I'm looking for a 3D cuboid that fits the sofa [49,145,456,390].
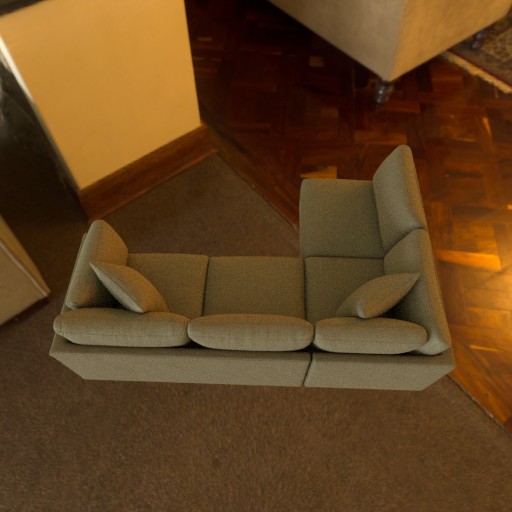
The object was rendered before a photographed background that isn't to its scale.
[{"bbox_3d":[0.000,0.000,3.817,2.896,0.978,1.994,2,58,1],"label":"sofa"}]
